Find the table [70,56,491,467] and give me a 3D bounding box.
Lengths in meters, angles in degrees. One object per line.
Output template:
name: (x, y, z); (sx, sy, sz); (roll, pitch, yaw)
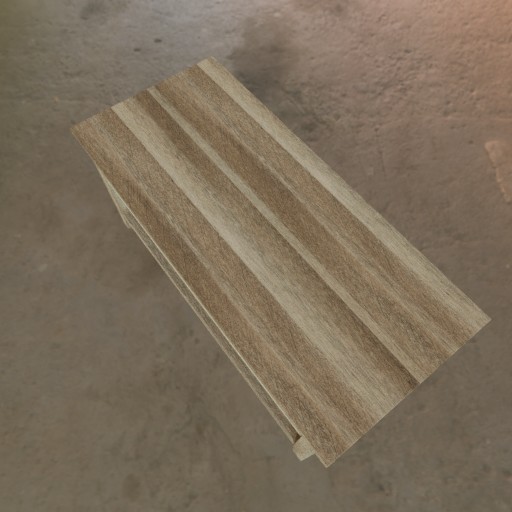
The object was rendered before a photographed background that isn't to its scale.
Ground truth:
table: (0.000, 0.000, 1.338); (0.493, 0.480, 1.095); (-34, 68, -16)
